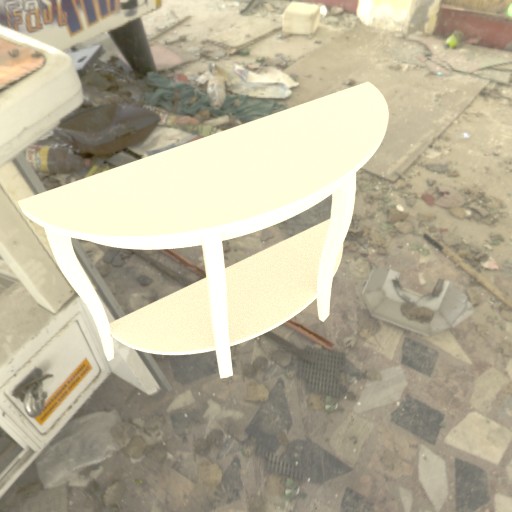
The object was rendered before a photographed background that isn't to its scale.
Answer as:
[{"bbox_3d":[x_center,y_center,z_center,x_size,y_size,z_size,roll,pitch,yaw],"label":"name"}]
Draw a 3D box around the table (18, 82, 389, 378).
[{"bbox_3d":[0.000,0.000,1.549,1.219,0.780,0.394,-25,52,-22],"label":"table"}]
